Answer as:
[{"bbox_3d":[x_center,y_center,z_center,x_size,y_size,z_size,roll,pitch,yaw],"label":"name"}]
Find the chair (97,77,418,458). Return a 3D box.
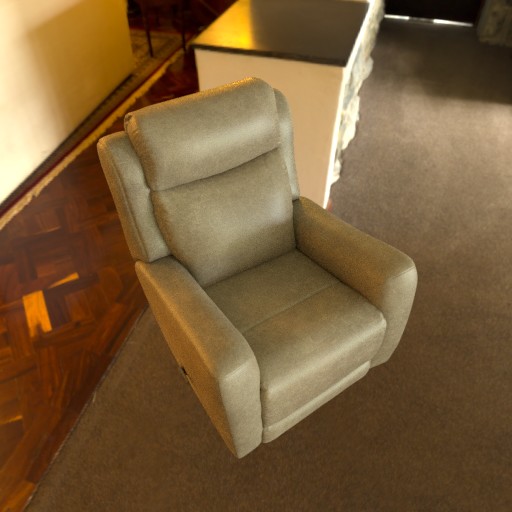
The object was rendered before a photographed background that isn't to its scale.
[{"bbox_3d":[0.000,0.000,1.913,0.967,1.116,1.068,-25,50,-23],"label":"chair"}]
